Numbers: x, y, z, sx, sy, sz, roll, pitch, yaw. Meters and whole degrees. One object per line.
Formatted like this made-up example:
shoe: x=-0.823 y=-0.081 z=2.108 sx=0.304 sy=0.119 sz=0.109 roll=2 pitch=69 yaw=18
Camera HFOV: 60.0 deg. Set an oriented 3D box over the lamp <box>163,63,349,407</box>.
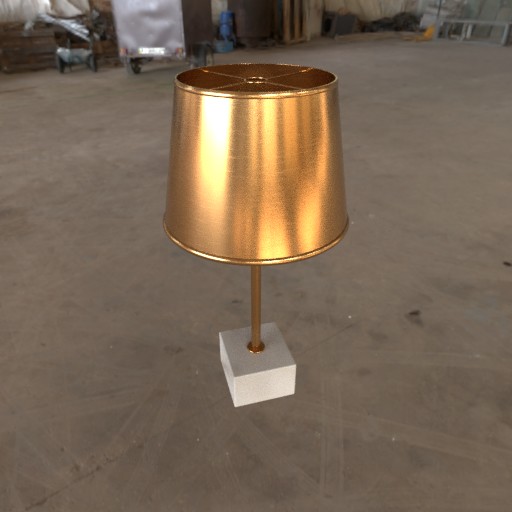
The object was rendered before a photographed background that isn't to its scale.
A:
lamp: x=0.000 y=0.000 z=0.531 sx=0.208 sy=0.406 sz=0.208 roll=0 pitch=32 yaw=0
